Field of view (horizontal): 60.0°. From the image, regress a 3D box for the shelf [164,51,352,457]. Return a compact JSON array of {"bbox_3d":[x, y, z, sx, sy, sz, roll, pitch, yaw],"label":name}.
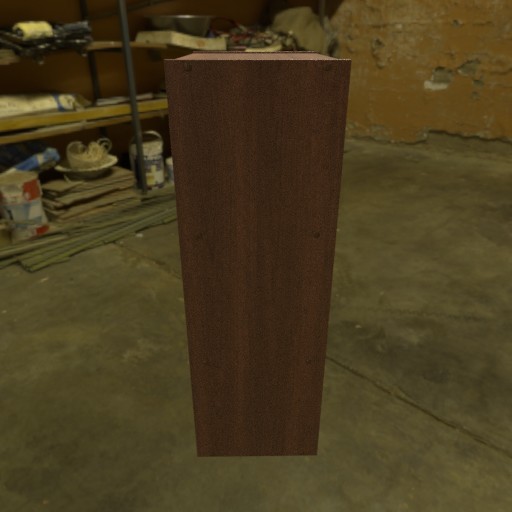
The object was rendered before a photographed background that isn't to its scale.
[{"bbox_3d":[0.000,0.000,1.063,0.290,0.879,0.414,0,26,-1],"label":"shelf"}]
